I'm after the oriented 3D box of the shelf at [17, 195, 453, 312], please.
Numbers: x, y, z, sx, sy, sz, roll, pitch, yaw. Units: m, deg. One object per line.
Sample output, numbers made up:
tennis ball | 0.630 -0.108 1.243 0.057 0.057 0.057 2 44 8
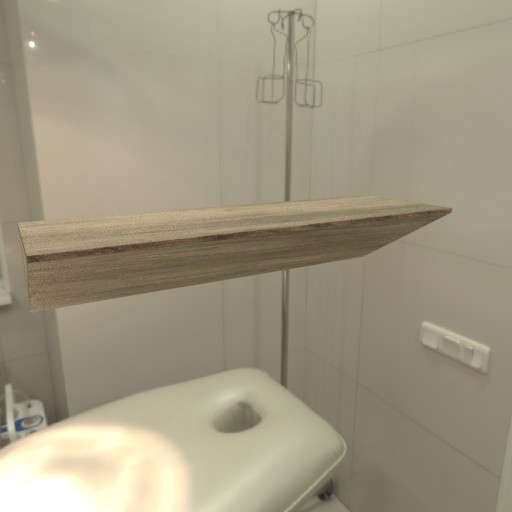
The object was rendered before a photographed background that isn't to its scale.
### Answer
shelf | 0.000 0.000 0.662 0.610 0.125 0.200 -8 17 -29
